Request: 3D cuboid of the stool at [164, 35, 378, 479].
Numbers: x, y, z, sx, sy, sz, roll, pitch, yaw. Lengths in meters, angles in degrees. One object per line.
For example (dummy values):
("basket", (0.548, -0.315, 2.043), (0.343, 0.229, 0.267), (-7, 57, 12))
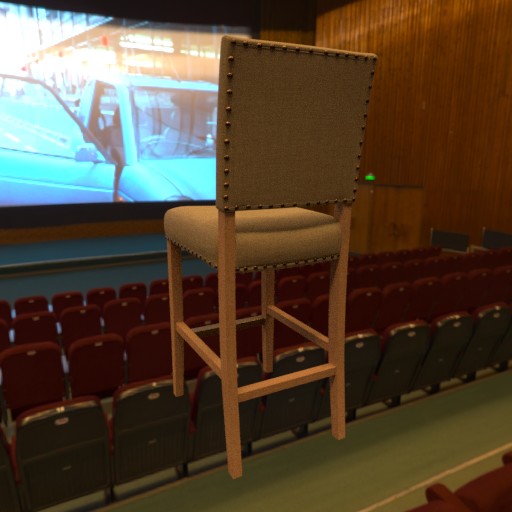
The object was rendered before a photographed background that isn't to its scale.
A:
("stool", (0.000, 0.000, 1.442), (0.445, 1.173, 0.585), (-7, 16, -27))
